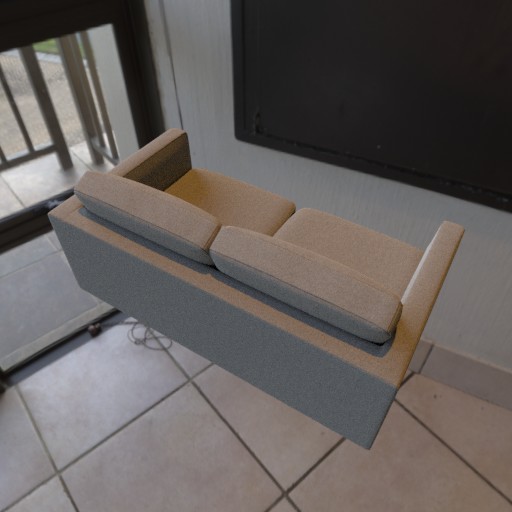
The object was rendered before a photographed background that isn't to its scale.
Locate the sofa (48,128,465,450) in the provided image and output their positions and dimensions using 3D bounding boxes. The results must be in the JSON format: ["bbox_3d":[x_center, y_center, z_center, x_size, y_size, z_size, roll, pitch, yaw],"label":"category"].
[{"bbox_3d":[0.000,0.000,2.277,1.731,0.900,1.000,24,50,21],"label":"sofa"}]
